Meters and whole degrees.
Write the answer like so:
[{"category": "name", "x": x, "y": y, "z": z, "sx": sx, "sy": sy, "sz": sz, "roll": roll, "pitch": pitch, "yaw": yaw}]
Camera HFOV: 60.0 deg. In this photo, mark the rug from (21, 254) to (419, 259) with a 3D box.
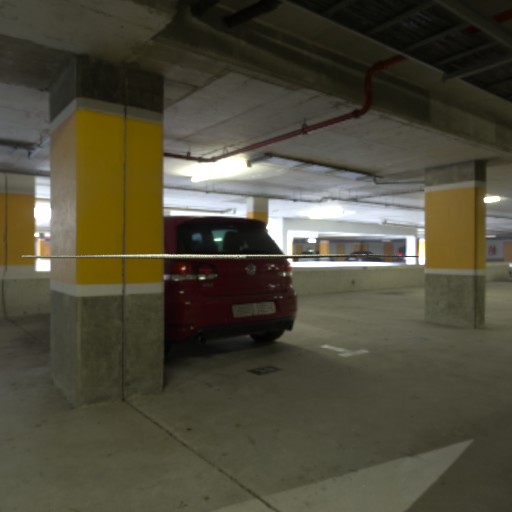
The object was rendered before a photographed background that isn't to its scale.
[{"category": "rug", "x": 0.000, "y": 0.000, "z": 2.257, "sx": 1.159, "sy": 0.021, "sz": 1.789, "roll": 0, "pitch": 0, "yaw": 35}]
